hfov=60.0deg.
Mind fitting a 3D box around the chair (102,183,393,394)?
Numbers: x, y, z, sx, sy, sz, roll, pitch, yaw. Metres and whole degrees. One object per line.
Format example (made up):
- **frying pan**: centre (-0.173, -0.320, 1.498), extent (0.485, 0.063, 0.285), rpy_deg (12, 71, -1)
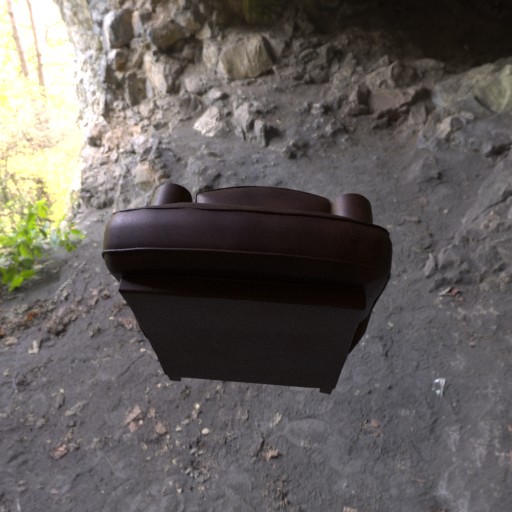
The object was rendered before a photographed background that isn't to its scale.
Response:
- **chair**: centre (0.000, 0.000, 1.778), extent (0.936, 1.018, 0.986), rpy_deg (4, 46, 4)
